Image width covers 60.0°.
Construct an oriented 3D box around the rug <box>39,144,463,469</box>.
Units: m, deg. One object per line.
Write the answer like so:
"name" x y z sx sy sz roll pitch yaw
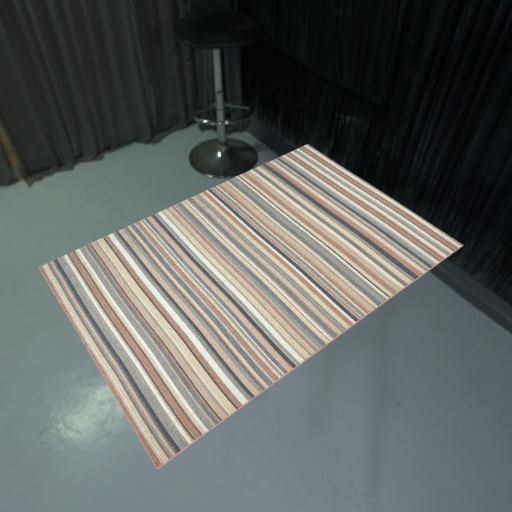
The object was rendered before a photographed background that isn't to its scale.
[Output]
"rug" 0.000 0.000 2.284 1.829 0.008 1.219 -29 53 -25
